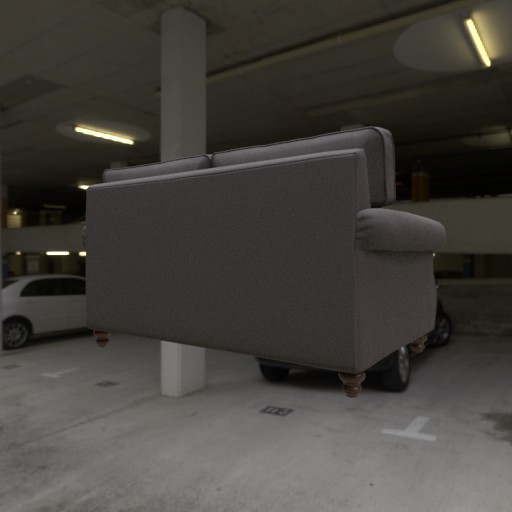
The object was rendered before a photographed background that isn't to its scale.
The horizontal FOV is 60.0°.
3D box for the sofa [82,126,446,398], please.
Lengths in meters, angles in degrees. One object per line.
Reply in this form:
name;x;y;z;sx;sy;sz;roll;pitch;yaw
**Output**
sofa;0.000;0.000;2.213;1.665;0.937;0.964;0;1;35
